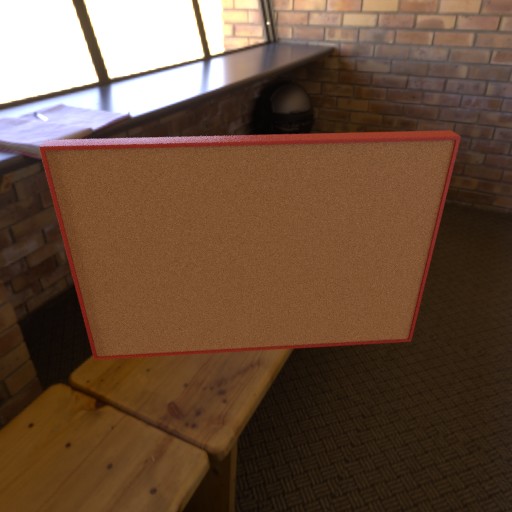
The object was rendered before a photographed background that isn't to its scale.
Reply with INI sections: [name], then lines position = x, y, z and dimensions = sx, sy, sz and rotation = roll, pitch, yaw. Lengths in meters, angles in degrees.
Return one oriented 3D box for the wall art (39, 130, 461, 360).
[wall art]
position = 0.000, 0.000, 0.755
dimensions = 0.607, 0.405, 0.033
rotation = -2, 32, -4
